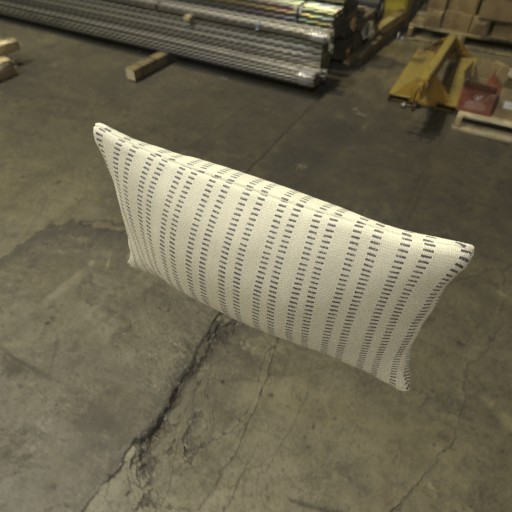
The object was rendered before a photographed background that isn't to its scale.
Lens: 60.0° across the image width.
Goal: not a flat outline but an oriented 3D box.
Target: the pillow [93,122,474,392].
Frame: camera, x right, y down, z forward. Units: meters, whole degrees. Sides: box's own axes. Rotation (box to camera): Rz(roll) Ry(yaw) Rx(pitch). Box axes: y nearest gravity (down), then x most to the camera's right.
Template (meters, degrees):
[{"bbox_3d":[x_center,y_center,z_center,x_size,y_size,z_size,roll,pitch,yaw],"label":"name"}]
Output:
[{"bbox_3d":[0.000,0.000,0.784,0.640,0.353,0.210,22,50,20],"label":"pillow"}]
